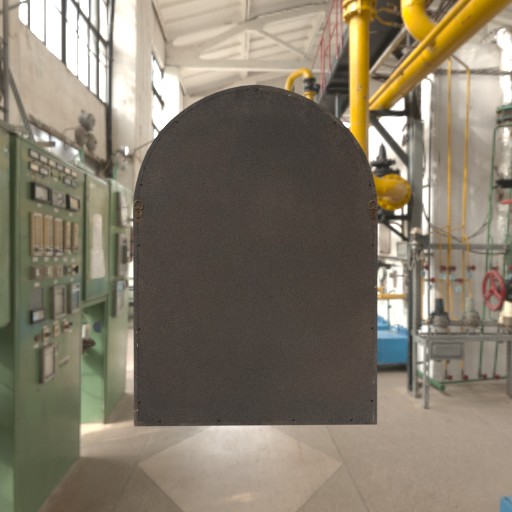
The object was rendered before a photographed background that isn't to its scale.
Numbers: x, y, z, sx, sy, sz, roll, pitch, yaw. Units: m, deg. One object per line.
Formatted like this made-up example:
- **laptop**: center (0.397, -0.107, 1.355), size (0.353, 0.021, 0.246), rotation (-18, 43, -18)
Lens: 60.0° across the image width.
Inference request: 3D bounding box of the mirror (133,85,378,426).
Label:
- **mirror**: center (0.000, 0.000, 1.209), size (0.660, 0.920, 0.032), rotation (0, 1, -1)
